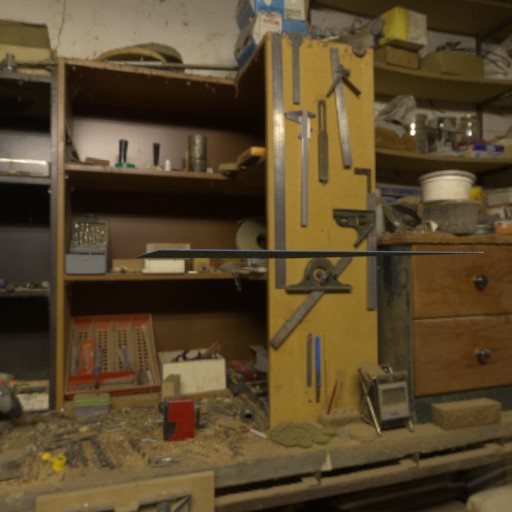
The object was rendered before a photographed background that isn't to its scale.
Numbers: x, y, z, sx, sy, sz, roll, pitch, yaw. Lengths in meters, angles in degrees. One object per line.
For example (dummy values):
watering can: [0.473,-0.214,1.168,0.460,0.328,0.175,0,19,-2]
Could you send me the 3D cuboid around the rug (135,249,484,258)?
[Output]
rug: [0.000,0.000,3.050,1.525,0.007,2.440,0,-1,-17]
